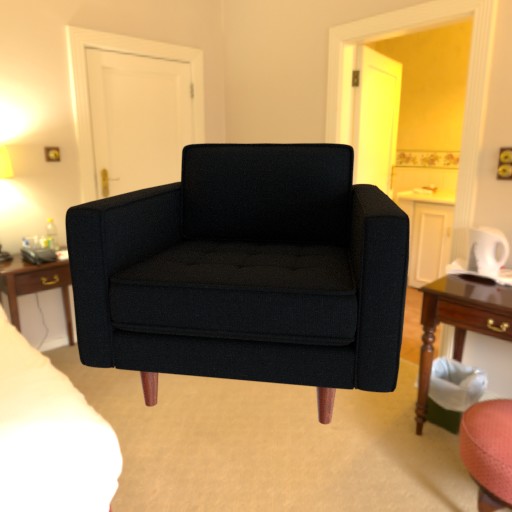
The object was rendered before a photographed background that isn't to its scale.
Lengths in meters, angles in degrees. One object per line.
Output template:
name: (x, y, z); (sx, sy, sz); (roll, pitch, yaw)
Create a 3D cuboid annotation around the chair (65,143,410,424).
chair: (0.000, 0.000, 1.556); (0.899, 0.770, 0.920); (2, 14, 9)
